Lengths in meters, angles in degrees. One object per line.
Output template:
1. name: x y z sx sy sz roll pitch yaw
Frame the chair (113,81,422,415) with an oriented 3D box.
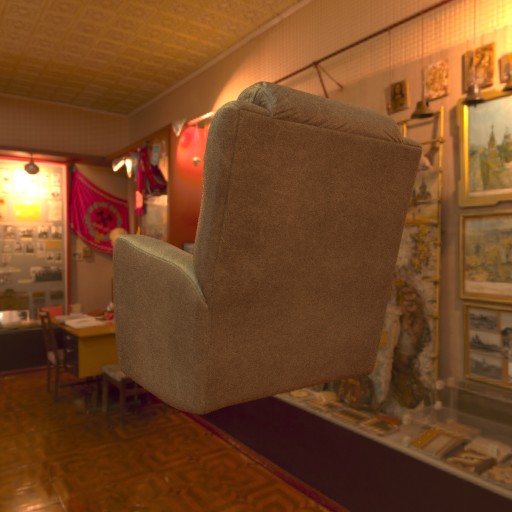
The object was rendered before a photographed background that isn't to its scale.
1. chair: 0.000 0.000 1.915 0.965 1.116 1.068 -1 1 -34
